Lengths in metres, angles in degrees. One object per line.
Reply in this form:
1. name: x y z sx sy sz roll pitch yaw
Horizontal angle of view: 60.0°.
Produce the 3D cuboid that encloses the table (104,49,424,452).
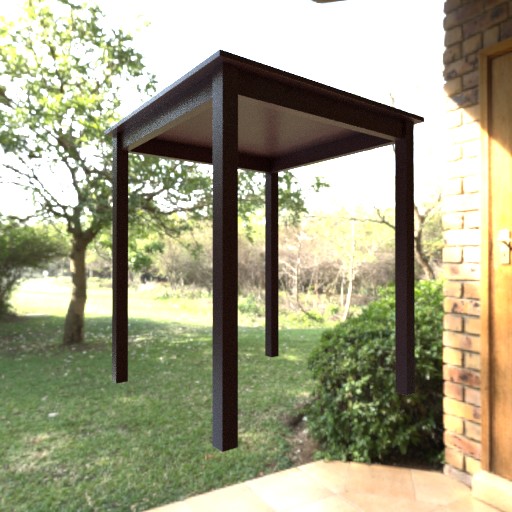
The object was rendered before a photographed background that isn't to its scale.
1. table: 0.000 0.000 1.668 0.861 0.991 0.861 0 -1 -37
